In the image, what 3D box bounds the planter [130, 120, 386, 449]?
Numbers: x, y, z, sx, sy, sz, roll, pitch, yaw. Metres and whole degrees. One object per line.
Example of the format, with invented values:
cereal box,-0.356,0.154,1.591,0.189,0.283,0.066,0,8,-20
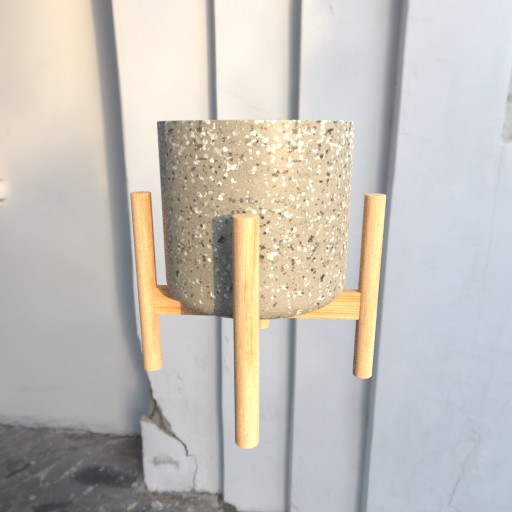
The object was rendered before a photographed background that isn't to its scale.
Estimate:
planter,0.000,0.000,0.552,0.284,0.320,0.284,8,18,25
